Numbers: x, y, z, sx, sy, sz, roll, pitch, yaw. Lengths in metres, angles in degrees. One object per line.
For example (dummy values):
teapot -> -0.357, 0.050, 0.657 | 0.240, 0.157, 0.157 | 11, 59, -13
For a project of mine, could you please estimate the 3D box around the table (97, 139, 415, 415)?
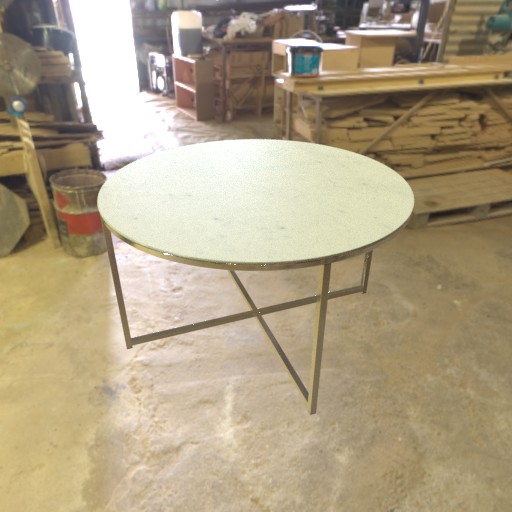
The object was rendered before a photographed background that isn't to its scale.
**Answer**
table -> 0.000, 0.000, 1.283 | 0.800, 0.450, 0.800 | 0, 31, 0
